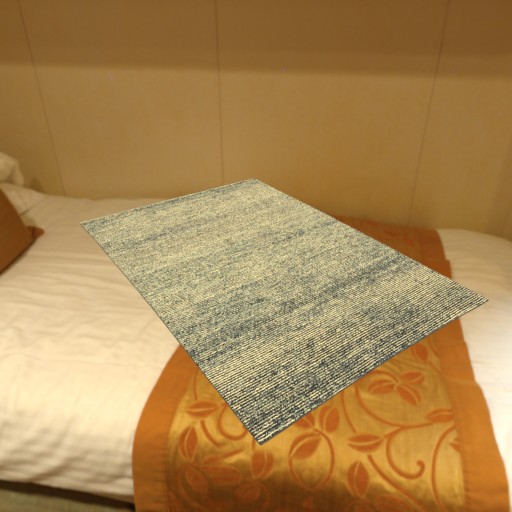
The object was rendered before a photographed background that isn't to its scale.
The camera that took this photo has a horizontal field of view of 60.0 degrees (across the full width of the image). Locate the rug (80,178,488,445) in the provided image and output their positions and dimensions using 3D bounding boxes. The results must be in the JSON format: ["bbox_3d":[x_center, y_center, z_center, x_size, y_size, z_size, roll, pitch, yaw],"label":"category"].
[{"bbox_3d":[0.000,0.000,2.944,1.624,0.030,2.349,-20,36,-30],"label":"rug"}]
